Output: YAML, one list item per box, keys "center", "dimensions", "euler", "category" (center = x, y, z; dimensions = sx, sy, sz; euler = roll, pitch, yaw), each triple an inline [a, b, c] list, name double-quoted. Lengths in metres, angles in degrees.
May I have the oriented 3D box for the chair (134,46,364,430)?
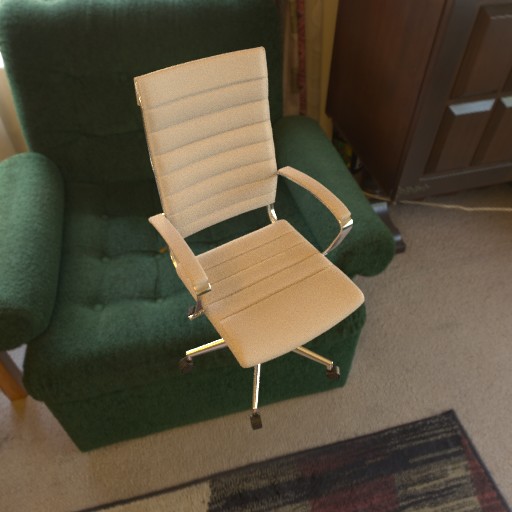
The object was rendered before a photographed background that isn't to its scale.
- center: [0.000, 0.000, 1.561]
  dimensions: [0.679, 1.149, 0.667]
  euler: [-24, 50, -22]
  category: "chair"
